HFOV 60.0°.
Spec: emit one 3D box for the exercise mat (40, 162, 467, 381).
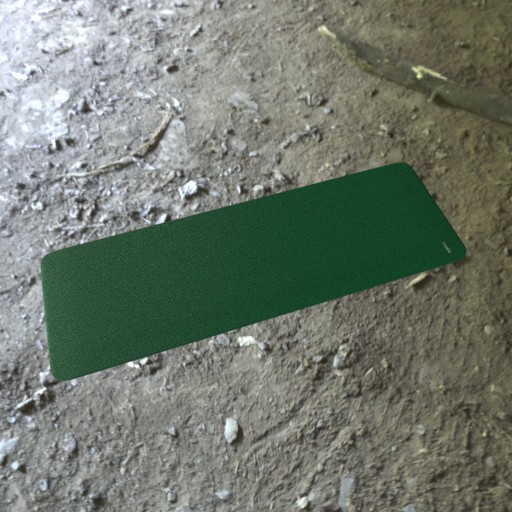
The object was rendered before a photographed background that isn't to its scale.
[{"bbox_3d":[0.000,0.000,2.013,1.869,0.021,0.616,-16,60,-9],"label":"exercise mat"}]
